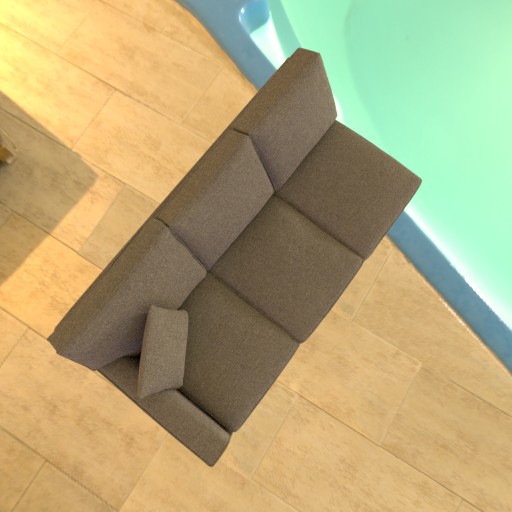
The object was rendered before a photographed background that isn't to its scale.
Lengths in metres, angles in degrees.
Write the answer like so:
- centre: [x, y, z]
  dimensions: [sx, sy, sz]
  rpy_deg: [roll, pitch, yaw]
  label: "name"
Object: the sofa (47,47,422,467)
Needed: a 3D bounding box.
- centre: [0.000, 0.000, 2.500]
  dimensions: [1.034, 0.946, 1.963]
  rpy_deg: [37, 79, 8]
  label: "sofa"
